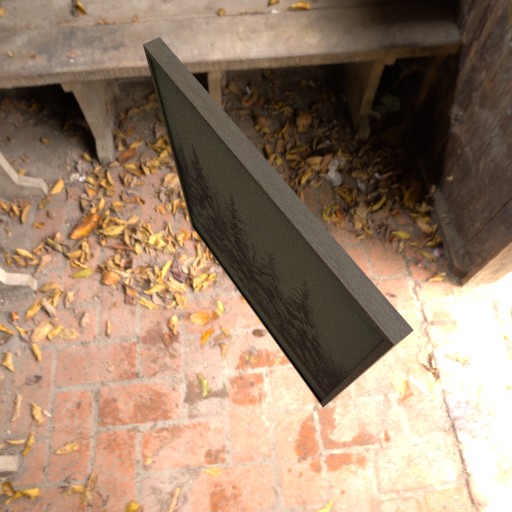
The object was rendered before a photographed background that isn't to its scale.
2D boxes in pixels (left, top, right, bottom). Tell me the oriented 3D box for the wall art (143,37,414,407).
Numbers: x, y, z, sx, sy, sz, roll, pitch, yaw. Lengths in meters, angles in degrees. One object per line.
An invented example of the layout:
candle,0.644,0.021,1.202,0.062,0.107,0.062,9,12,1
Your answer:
wall art,0.000,0.000,1.121,0.039,0.758,0.758,-32,69,-14
